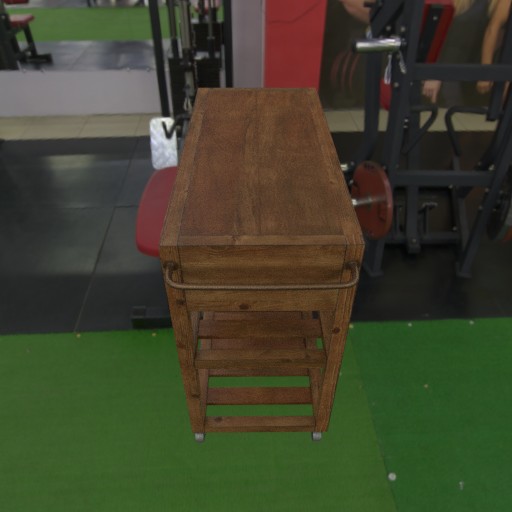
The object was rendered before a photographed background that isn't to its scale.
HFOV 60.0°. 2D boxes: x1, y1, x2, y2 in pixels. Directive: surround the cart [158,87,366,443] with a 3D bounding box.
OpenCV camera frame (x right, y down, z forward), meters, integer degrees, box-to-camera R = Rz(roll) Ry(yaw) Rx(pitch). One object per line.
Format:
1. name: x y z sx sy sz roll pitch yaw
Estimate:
1. cart: 0.000 0.000 1.530 0.445 0.830 1.065 0 40 0
